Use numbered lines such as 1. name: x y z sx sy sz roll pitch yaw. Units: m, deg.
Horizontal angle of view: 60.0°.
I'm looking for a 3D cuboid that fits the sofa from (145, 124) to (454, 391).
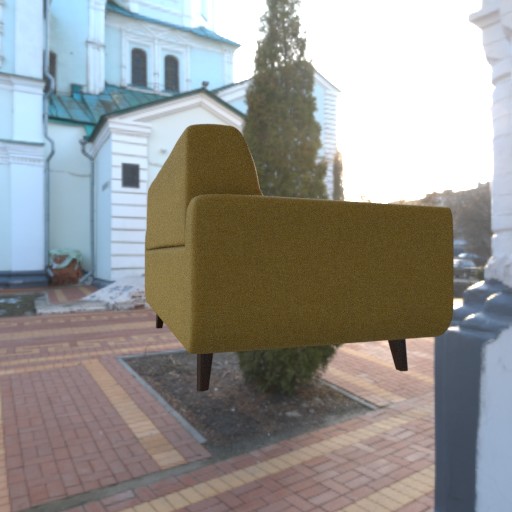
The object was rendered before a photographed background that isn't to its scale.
1. sofa: 0.000 0.000 2.111 0.909 0.841 1.631 0 0 -18
